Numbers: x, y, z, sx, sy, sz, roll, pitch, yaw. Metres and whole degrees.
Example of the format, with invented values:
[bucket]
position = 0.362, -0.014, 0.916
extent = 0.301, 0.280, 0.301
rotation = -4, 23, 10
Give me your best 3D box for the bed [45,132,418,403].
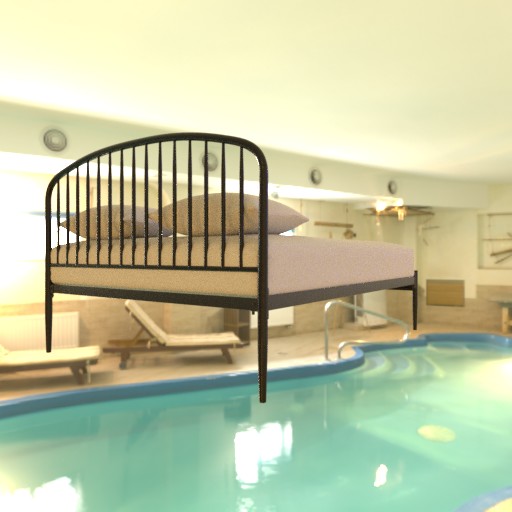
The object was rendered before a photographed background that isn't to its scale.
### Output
[bed]
position = 0.000, 0.000, 3.088
extent = 1.618, 1.166, 2.159
rotation = 0, 0, 35
